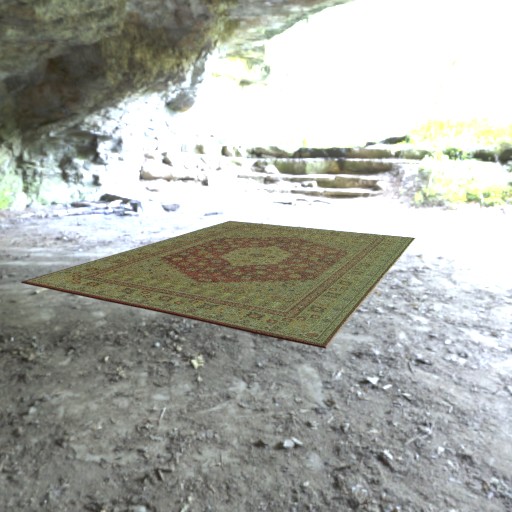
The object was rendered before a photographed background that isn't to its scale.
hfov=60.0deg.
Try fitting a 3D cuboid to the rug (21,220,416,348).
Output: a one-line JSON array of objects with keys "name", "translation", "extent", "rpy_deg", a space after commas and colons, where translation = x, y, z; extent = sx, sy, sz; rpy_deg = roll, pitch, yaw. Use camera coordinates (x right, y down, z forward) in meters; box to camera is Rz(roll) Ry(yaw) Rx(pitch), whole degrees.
[{"name": "rug", "translation": [0.000, 0.000, 4.102], "extent": [2.387, 0.013, 3.053], "rpy_deg": [7, 16, 27]}]
